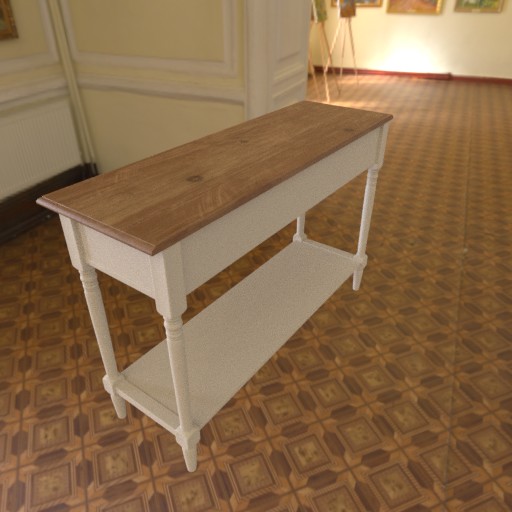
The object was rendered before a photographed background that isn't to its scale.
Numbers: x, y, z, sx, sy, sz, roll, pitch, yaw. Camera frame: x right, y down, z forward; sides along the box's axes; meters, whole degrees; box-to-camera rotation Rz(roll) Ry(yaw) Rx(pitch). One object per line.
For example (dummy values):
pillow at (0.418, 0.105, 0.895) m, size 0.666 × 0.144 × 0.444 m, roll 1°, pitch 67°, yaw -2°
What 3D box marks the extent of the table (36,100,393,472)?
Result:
table at (0.000, 0.000, 1.573) m, size 0.399 × 0.800 × 1.219 m, roll 21°, pitch 38°, yaw 30°
